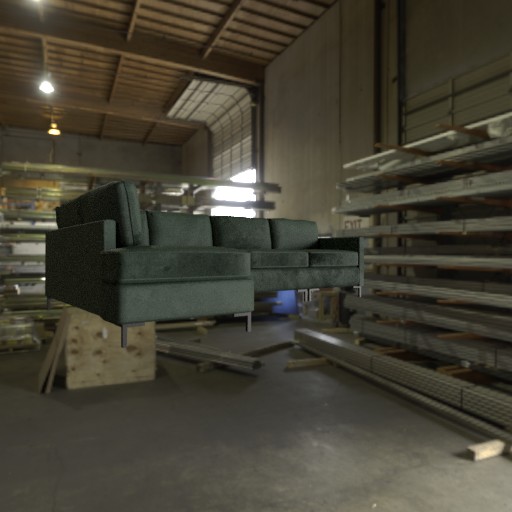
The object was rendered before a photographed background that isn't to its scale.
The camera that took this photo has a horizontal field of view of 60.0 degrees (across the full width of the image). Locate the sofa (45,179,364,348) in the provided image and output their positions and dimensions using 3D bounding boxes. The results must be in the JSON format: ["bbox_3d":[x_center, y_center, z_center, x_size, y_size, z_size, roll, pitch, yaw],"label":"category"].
[{"bbox_3d":[0.000,0.000,4.218,3.384,0.996,2.048,0,0,-36],"label":"sofa"}]
